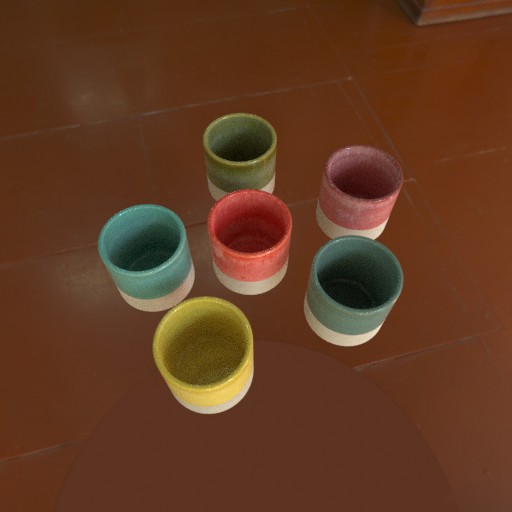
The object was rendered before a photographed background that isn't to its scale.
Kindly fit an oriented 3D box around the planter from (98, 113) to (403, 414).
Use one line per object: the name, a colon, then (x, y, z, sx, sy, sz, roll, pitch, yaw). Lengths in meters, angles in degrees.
planter: (0.000, 0.000, 0.415, 0.257, 0.075, 0.286, 16, 59, 10)
